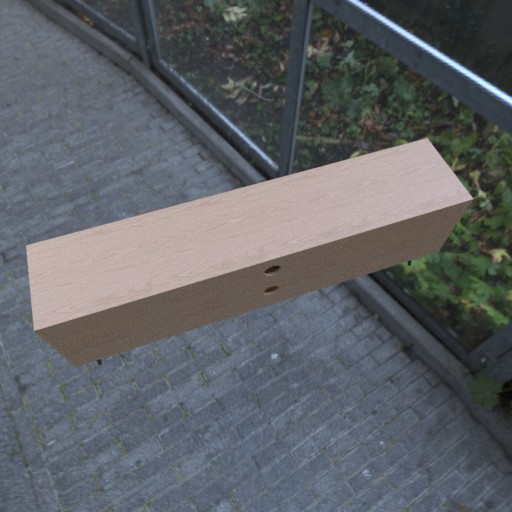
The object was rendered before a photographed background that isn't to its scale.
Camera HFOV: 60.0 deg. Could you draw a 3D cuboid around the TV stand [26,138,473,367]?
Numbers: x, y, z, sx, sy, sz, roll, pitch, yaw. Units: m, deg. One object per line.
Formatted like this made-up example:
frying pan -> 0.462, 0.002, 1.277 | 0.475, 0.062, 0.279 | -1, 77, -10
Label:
TV stand -> 0.000, 0.000, 2.024 | 1.760, 0.580, 0.400 | -17, 60, -10
